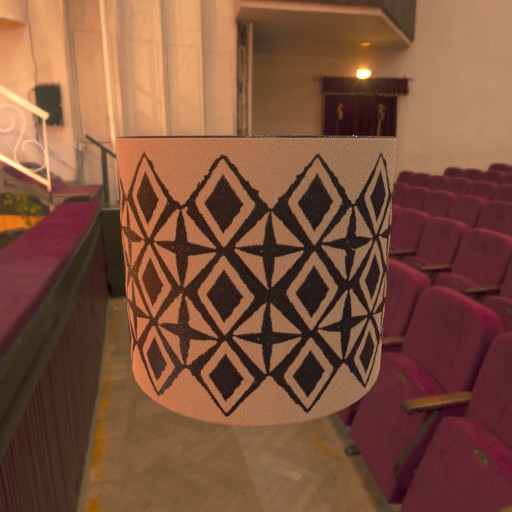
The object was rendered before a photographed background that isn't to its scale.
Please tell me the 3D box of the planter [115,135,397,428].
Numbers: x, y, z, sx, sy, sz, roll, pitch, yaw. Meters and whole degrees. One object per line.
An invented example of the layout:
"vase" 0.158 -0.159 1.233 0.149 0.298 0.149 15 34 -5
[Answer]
"planter" 0.000 0.000 0.278 0.159 0.144 0.159 0 14 0
